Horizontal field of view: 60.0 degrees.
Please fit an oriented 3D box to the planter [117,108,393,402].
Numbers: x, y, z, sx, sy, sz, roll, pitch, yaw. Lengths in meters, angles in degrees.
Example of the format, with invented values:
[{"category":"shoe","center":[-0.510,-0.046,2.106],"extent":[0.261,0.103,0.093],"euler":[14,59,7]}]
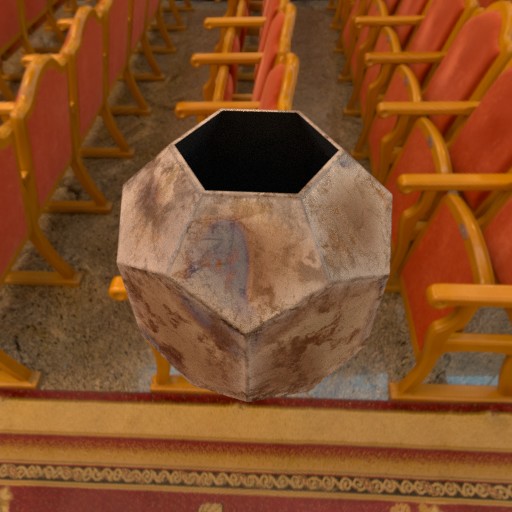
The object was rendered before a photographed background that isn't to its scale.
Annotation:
[{"category":"planter","center":[0.000,0.000,0.420],"extent":[0.221,0.238,0.243],"euler":[2,47,2]}]
